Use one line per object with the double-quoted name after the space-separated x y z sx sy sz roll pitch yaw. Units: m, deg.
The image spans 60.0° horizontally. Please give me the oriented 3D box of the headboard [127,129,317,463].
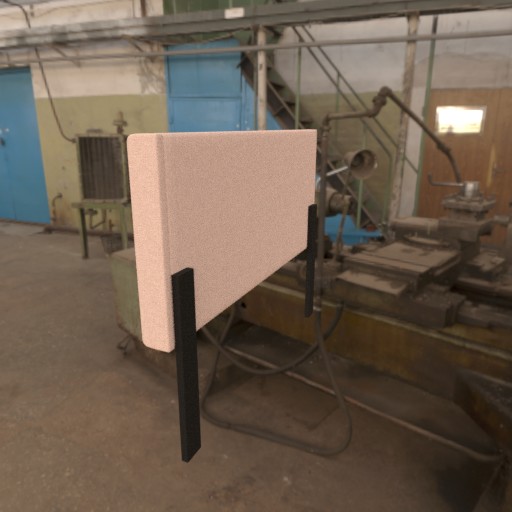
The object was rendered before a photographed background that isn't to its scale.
0.000 0.000 2.803 0.184 1.524 2.051 7 18 24 "headboard"
